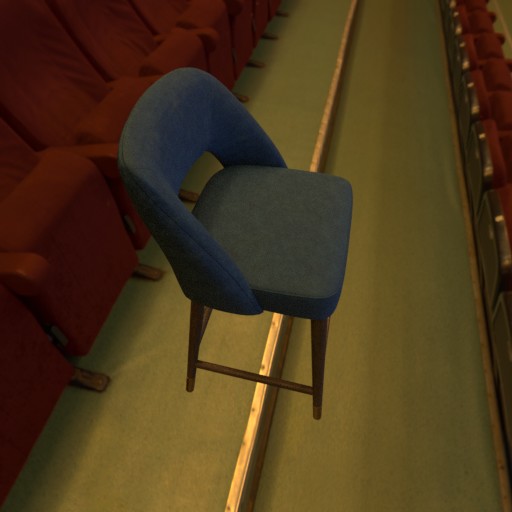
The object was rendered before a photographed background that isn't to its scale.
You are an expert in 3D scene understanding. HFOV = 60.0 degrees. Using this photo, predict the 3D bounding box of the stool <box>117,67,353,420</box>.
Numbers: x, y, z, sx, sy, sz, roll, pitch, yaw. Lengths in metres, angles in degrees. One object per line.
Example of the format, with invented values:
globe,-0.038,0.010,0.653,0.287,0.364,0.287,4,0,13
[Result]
stool,0.000,0.000,1.260,0.524,0.925,0.536,9,48,9
